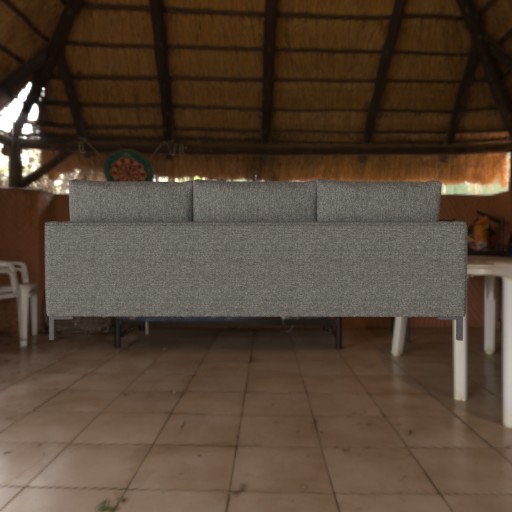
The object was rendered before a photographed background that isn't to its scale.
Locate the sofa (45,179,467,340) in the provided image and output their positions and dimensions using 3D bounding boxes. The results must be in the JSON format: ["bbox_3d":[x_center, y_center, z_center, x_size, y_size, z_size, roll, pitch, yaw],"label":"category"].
[{"bbox_3d":[0.000,0.000,2.754,2.253,0.879,0.876,0,1,0],"label":"sofa"}]
